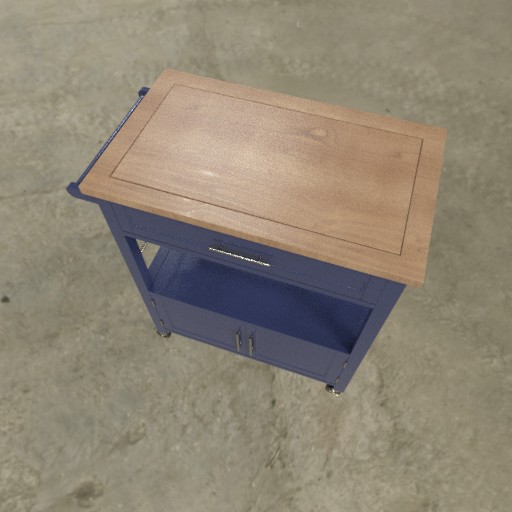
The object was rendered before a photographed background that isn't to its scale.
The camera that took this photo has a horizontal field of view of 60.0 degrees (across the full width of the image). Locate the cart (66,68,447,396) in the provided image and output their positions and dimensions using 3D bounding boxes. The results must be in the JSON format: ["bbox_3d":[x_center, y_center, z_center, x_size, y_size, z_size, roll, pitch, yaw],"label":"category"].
[{"bbox_3d":[0.000,0.000,1.427,0.840,0.901,0.459,16,59,10],"label":"cart"}]
